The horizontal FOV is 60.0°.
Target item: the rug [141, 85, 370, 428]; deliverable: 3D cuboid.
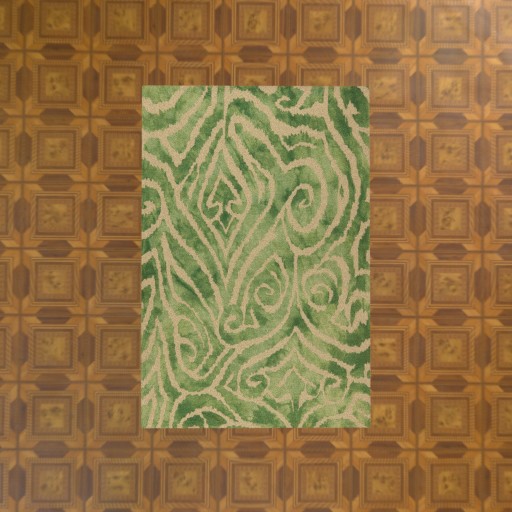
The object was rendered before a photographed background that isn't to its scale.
[{"bbox_3d":[0.000,0.000,2.370,1.220,0.006,1.826,0,89,-1],"label":"rug"}]
